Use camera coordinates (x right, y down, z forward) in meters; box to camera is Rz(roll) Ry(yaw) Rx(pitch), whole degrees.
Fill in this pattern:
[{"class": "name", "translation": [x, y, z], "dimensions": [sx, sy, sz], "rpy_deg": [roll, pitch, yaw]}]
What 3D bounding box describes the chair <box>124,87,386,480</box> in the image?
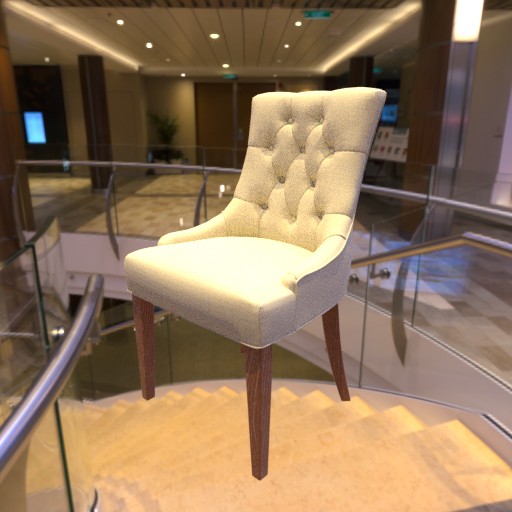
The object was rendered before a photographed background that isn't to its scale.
[{"class": "chair", "translation": [0.000, 0.000, 1.212], "dimensions": [0.509, 0.874, 0.565], "rpy_deg": [15, 22, 41]}]
